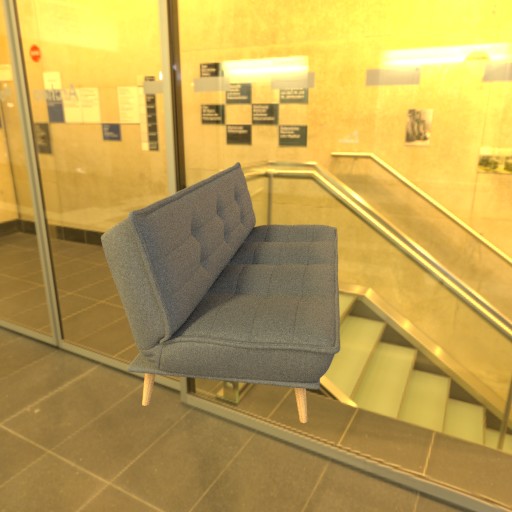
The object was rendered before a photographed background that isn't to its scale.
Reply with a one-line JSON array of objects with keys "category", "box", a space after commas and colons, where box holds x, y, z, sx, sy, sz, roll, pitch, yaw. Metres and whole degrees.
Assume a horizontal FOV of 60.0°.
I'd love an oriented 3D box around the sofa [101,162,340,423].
[{"category": "sofa", "box": [0.000, 0.000, 2.575, 0.950, 0.890, 1.940, 3, 17, 9]}]
